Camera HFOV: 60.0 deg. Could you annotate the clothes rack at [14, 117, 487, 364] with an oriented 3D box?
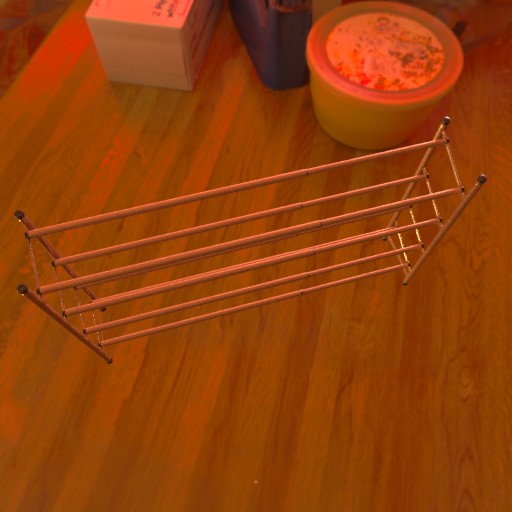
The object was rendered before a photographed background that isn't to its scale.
[{"bbox_3d":[0.000,0.000,1.402,1.168,0.672,0.229,-14,64,-7],"label":"clothes rack"}]
